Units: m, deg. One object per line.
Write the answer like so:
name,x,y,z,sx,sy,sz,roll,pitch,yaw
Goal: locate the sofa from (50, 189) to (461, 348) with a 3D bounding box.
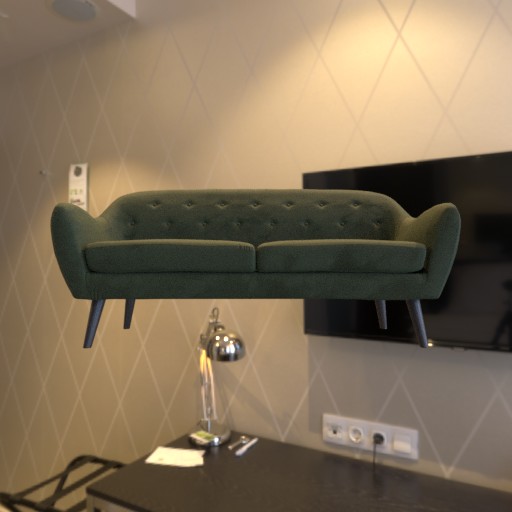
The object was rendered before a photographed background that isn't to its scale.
sofa,0.000,0.000,2.329,1.840,0.836,0.820,0,-1,0
